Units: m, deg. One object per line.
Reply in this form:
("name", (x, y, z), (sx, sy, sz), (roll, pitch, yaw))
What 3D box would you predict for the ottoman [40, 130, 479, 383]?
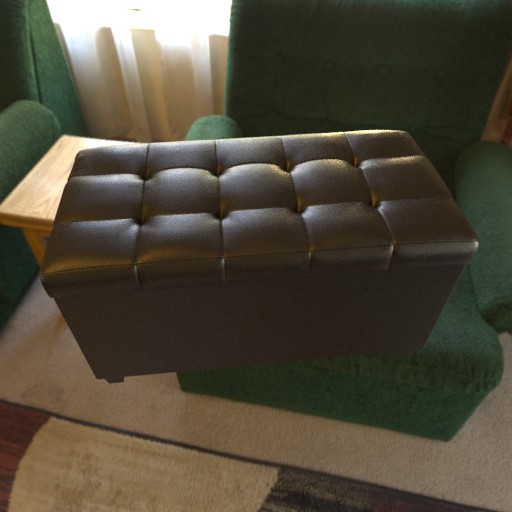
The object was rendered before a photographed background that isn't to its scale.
("ottoman", (0.000, 0.000, 1.109), (0.838, 0.470, 0.432), (-4, 47, -4))
